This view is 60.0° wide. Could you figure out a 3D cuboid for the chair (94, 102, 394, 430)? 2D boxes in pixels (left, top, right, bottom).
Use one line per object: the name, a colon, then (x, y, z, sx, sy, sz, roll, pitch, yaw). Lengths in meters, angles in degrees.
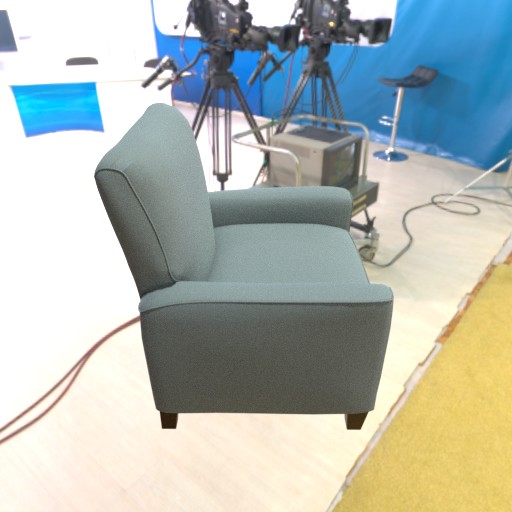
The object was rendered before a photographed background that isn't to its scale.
chair: (0.000, 0.000, 1.656, 0.846, 1.007, 0.853, 0, 32, 1)
